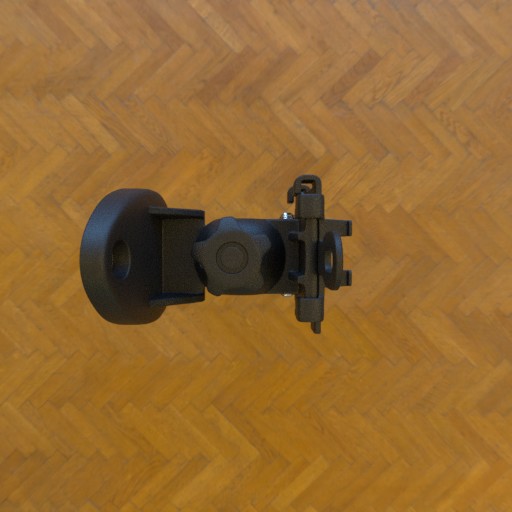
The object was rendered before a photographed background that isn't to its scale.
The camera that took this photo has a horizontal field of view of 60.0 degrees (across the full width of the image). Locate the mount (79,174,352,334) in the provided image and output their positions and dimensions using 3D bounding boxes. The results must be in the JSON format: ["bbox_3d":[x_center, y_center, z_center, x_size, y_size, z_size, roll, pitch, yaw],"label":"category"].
[{"bbox_3d":[0.000,0.000,0.178,0.100,0.118,0.066,0,92,0],"label":"mount"}]
